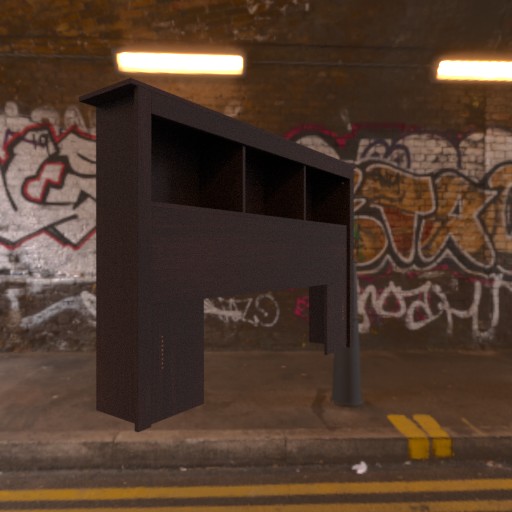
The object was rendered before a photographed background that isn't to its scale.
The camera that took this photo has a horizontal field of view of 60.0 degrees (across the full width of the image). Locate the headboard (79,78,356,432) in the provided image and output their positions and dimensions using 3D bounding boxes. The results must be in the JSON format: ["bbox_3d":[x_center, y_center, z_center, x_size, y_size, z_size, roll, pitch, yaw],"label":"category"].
[{"bbox_3d":[0.000,0.000,2.109,0.279,1.092,1.671,0,0,36],"label":"headboard"}]
